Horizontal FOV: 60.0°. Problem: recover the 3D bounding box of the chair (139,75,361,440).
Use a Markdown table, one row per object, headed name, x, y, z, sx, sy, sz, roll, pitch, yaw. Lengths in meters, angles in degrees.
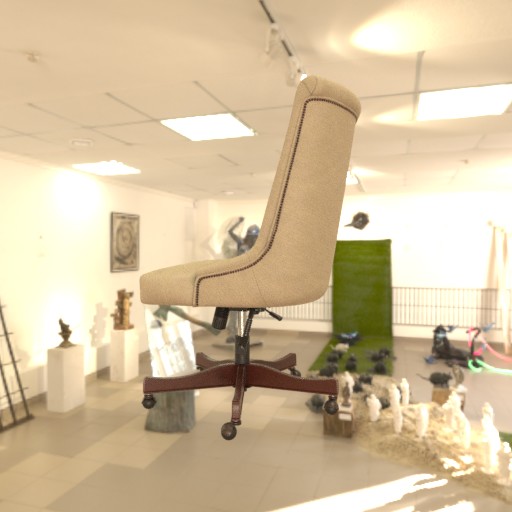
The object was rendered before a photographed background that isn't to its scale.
| name | x | y | z | sx | sy | sz | roll | pitch | yaw |
| --- | --- | --- | --- | --- | --- | --- | --- | --- | --- |
| chair | 0.000 | 0.000 | 1.508 | 0.696 | 1.010 | 0.645 | 0 | 1 | 17 |
